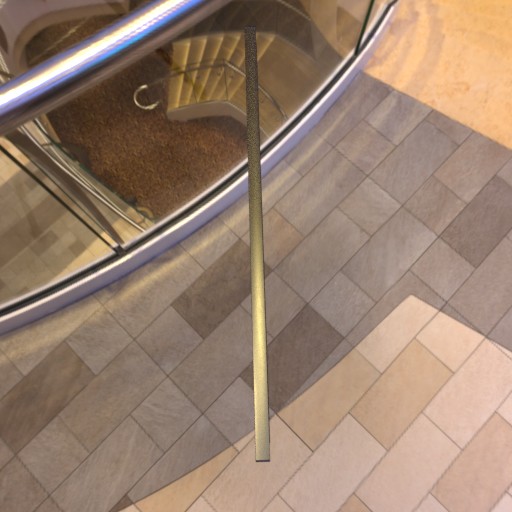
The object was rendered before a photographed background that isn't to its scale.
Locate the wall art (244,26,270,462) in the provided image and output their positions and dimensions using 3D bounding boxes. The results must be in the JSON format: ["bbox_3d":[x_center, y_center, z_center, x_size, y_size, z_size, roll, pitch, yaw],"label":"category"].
[{"bbox_3d":[0.000,0.000,0.577,0.013,0.306,0.440,-2,75,0],"label":"wall art"}]
